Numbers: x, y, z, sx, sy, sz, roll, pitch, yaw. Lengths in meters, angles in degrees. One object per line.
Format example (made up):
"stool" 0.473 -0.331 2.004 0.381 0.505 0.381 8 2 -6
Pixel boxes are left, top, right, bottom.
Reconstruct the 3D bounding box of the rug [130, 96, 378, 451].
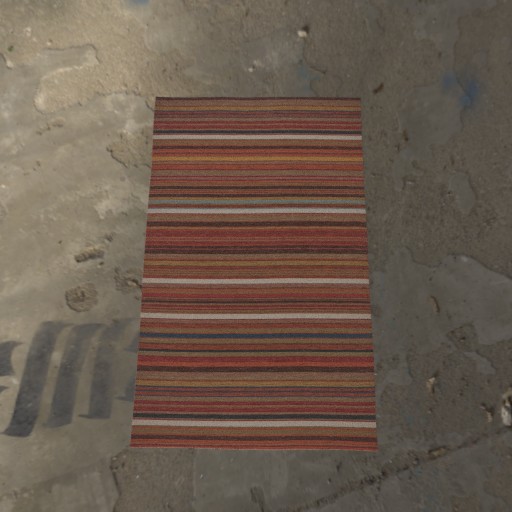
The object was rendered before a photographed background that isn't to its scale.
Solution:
"rug" 0.000 0.000 3.001 1.523 0.008 2.438 1 76 0
